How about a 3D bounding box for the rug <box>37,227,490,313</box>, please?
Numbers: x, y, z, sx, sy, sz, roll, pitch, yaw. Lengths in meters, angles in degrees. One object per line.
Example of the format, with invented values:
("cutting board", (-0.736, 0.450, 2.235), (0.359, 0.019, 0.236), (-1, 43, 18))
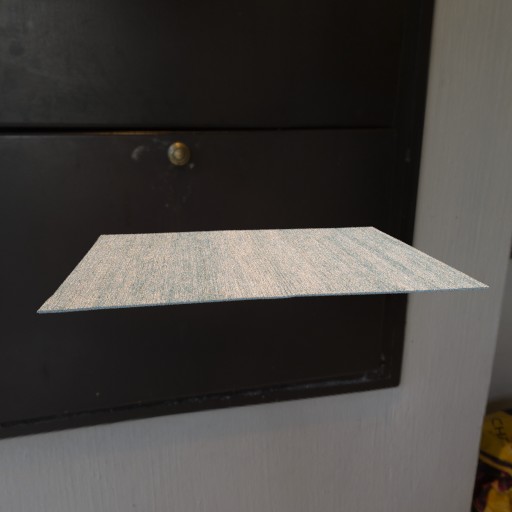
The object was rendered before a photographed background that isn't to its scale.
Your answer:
("rug", (0.000, 0.000, 2.973), (2.306, 0.030, 1.613), (-2, 15, -8))
